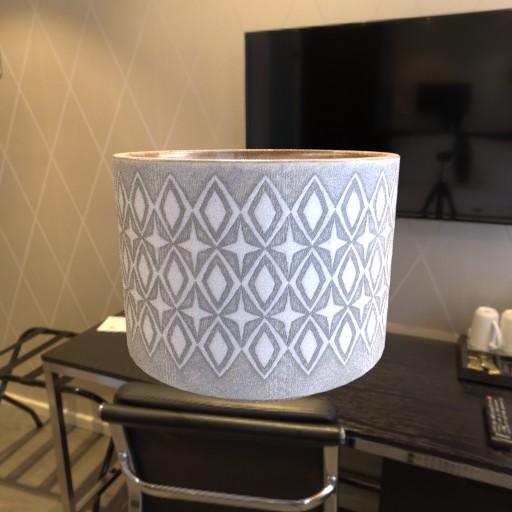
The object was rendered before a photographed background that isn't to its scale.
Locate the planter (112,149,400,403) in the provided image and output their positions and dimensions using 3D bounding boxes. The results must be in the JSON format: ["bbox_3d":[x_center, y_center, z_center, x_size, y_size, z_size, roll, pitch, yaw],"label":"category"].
[{"bbox_3d":[0.000,0.000,0.319,0.186,0.144,0.186,0,15,0],"label":"planter"}]
